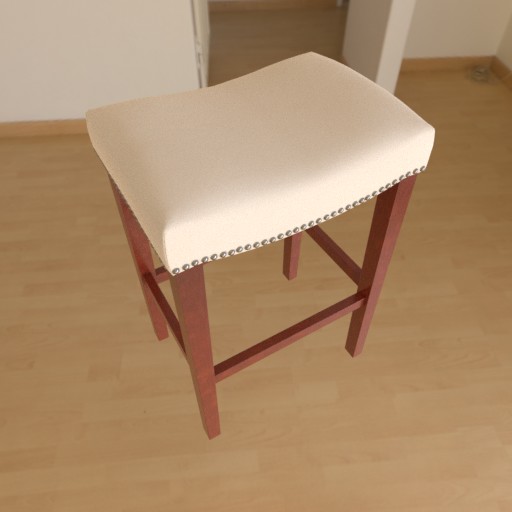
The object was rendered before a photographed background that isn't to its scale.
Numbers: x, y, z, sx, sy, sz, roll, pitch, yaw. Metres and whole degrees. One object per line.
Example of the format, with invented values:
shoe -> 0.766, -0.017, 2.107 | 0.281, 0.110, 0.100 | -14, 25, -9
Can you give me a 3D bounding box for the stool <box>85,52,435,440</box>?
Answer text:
stool -> 0.000, 0.000, 1.010 | 0.504, 0.742, 0.372 | -23, 51, -20
